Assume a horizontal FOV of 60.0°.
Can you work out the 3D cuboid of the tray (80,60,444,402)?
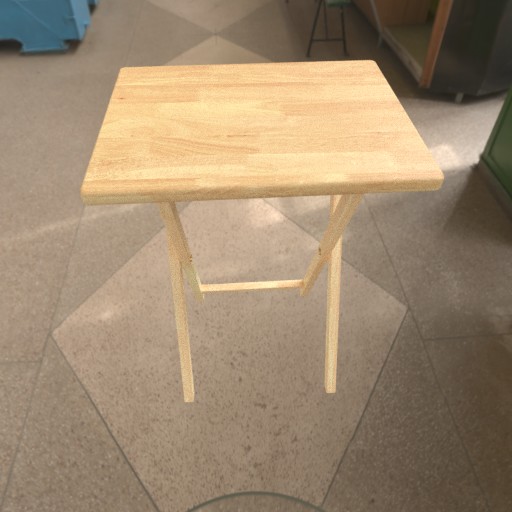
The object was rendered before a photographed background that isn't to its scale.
[{"bbox_3d":[0.000,0.000,0.946,0.483,0.660,0.381,-3,46,-3],"label":"tray"}]
